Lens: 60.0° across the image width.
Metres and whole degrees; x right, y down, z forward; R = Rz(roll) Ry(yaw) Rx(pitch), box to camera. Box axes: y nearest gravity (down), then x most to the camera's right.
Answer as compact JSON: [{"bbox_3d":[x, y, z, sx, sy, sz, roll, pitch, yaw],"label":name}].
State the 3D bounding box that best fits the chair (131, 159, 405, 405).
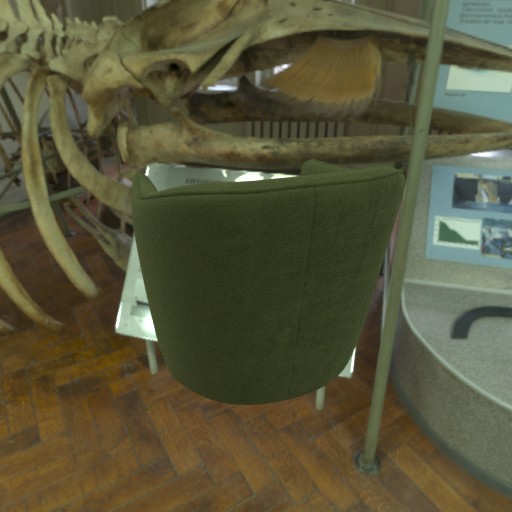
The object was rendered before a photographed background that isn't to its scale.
[{"bbox_3d":[0.000,0.000,1.455,0.747,0.799,0.875,-8,30,-14],"label":"chair"}]
